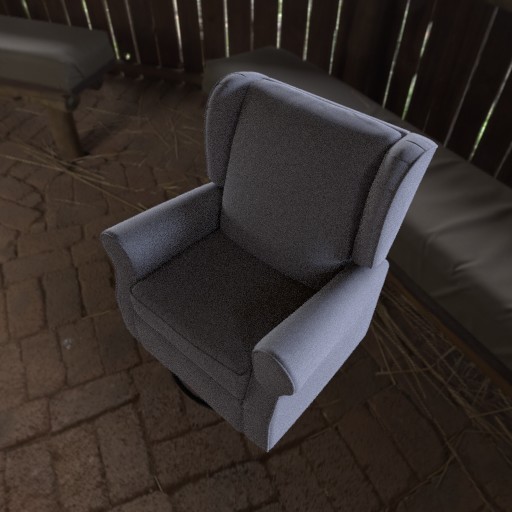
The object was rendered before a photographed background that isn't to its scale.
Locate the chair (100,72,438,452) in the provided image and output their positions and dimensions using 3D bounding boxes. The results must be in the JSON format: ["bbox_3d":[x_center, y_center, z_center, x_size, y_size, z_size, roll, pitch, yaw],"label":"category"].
[{"bbox_3d":[0.000,0.000,1.658,0.906,0.966,0.854,32,55,27],"label":"chair"}]
